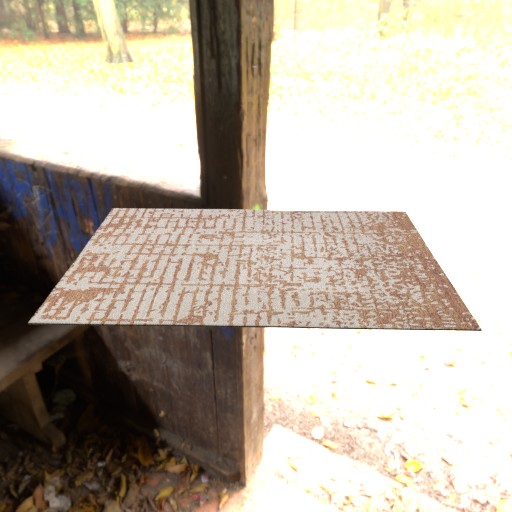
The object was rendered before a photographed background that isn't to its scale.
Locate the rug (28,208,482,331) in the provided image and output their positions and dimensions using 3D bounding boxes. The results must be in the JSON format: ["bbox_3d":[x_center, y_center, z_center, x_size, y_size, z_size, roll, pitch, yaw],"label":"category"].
[{"bbox_3d":[0.000,0.000,3.023,2.435,0.011,1.517,1,30,1],"label":"rug"}]
